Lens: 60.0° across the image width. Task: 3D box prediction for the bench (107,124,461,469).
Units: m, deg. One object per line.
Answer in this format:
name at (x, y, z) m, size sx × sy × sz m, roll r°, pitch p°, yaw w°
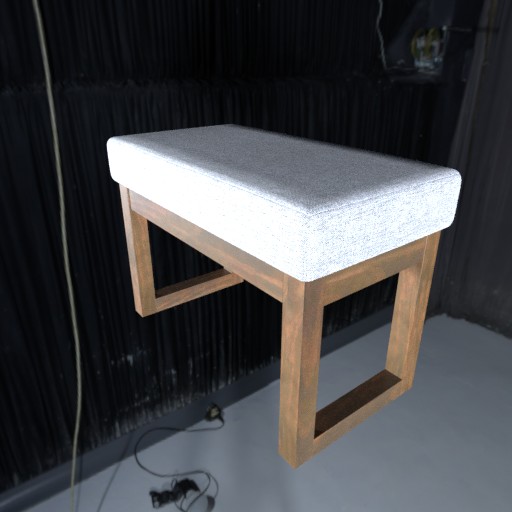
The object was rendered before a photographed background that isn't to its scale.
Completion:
bench at (0.000, 0.000, 0.974) m, size 0.366 × 0.467 × 0.681 m, roll -18°, pitch 30°, yaw -34°
